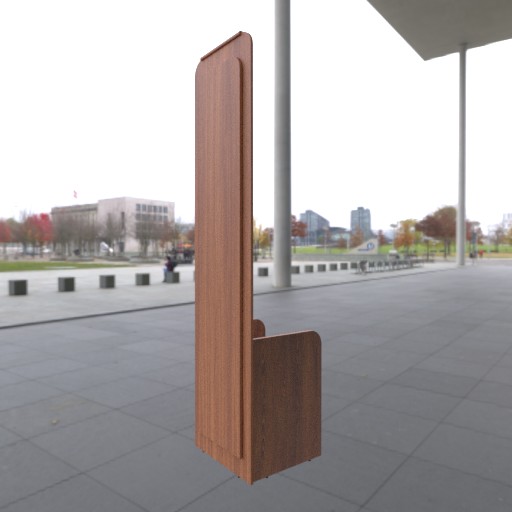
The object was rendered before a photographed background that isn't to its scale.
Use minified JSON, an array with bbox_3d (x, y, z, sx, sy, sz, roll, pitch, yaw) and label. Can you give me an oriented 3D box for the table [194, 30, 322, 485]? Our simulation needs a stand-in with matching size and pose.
[{"bbox_3d":[0.000,0.000,2.049,0.420,1.830,0.450,-1,1,-37],"label":"table"}]
